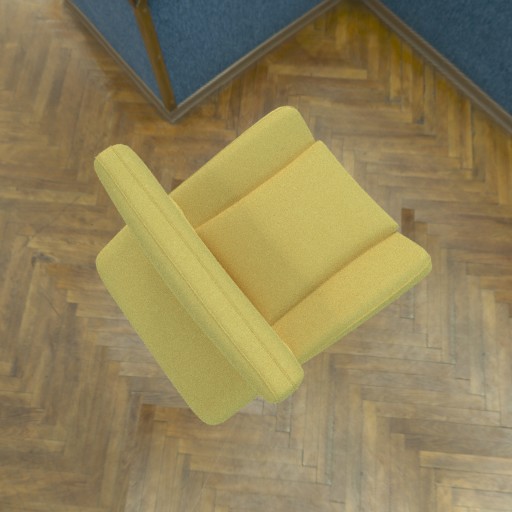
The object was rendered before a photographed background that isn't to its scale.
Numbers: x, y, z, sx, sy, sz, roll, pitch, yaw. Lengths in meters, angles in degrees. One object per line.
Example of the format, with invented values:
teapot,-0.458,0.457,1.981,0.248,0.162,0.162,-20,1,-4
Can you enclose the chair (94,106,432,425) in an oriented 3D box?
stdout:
chair,0.000,0.000,1.597,1.008,0.855,0.859,-37,77,-10
